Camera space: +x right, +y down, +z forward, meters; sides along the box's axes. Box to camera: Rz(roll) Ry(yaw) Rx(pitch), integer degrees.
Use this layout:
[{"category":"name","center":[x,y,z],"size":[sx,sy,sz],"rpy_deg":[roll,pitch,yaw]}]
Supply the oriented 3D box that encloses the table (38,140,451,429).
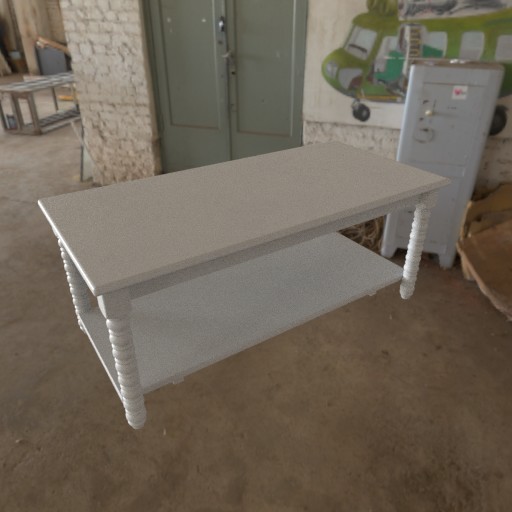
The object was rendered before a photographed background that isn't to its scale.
[{"category":"table","center":[0.000,0.000,1.501],"size":[1.171,0.487,0.580],"rpy_deg":[-18,35,-29]}]
